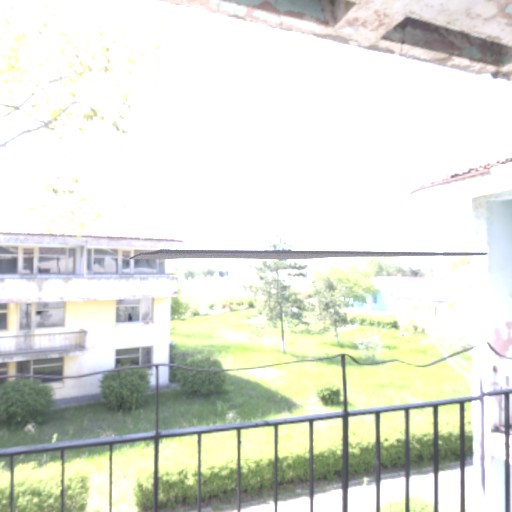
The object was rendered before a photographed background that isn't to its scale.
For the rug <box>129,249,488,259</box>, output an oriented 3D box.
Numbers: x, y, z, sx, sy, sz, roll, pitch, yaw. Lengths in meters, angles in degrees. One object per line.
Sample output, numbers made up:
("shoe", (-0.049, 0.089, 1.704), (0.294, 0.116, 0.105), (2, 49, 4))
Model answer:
("rug", (0.000, 0.000, 2.250), (1.159, 0.021, 1.789), (0, -1, -19))
